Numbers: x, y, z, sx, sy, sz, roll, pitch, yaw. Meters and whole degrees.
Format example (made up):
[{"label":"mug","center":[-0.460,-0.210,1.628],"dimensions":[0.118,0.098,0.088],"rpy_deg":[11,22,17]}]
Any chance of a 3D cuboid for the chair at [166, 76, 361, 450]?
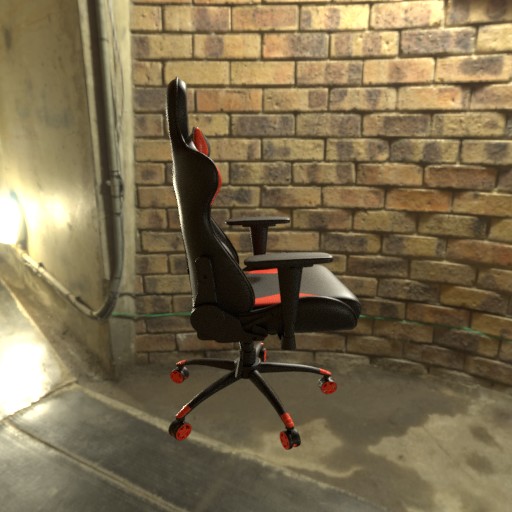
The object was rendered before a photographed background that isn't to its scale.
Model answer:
[{"label":"chair","center":[0.000,0.000,1.722],"dimensions":[0.730,1.282,0.695],"rpy_deg":[-3,17,-9]}]
